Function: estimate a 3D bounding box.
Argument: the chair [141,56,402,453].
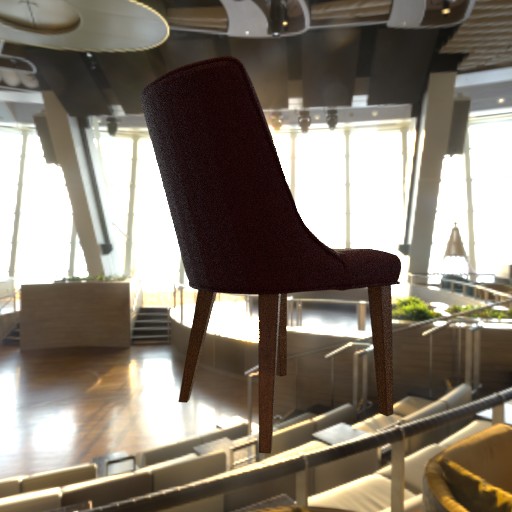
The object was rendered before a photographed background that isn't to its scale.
[{"bbox_3d":[0.000,0.000,1.289,0.638,0.916,0.548,-1,2,-37],"label":"chair"}]
